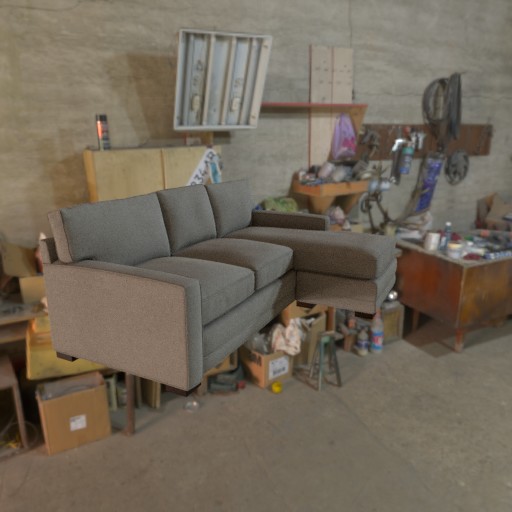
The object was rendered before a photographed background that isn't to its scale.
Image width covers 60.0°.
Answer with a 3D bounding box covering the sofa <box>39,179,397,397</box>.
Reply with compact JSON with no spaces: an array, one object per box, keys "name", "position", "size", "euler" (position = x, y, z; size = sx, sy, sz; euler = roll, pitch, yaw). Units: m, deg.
[{"name":"sofa","position":[0.000,0.000,2.938],"size":[1.496,0.861,2.087],"euler":[7,16,26]}]
